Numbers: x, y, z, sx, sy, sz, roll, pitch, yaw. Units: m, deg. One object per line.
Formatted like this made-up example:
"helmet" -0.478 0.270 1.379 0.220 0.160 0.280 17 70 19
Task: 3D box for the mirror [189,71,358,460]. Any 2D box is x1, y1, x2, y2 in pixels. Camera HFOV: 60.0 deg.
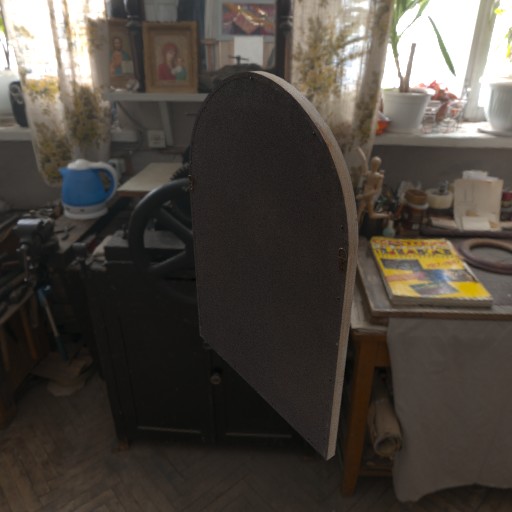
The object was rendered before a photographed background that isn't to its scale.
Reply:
"mirror" 0.000 0.000 1.194 0.032 0.920 0.660 -18 32 -32
